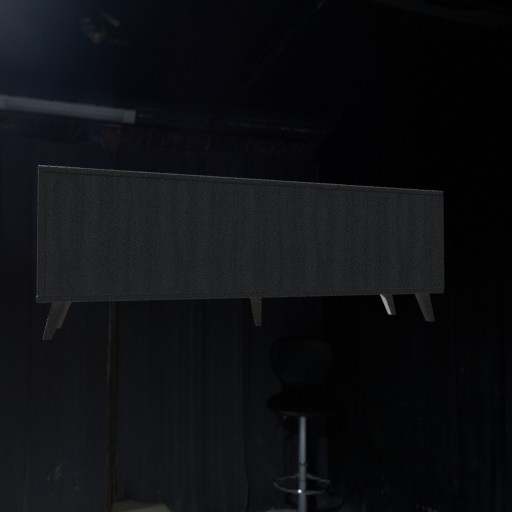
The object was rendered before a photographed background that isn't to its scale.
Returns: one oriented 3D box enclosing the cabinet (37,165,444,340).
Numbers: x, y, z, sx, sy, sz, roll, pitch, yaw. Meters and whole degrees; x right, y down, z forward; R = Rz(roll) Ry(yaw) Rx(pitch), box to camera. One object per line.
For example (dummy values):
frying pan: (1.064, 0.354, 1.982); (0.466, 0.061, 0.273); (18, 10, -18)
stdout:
cabinet: (0.000, 0.000, 2.535); (2.198, 0.779, 0.499); (0, -1, -18)
